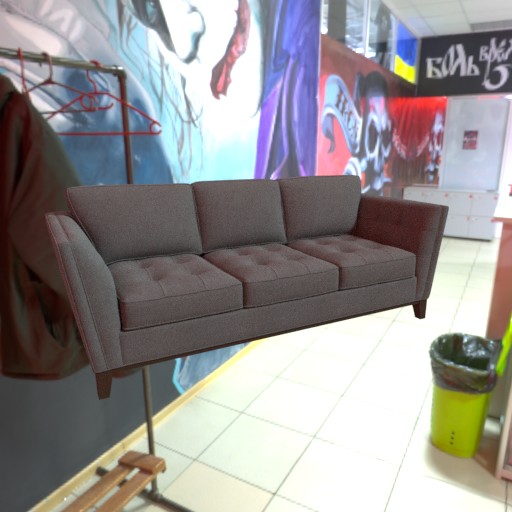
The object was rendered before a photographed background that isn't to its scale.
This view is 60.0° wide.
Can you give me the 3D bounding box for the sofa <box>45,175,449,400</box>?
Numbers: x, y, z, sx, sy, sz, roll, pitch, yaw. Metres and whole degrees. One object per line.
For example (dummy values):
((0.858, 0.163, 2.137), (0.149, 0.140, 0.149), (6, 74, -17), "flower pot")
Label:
((0.000, 0.000, 2.876), (2.387, 0.940, 0.965), (-8, 16, -27), "sofa")
